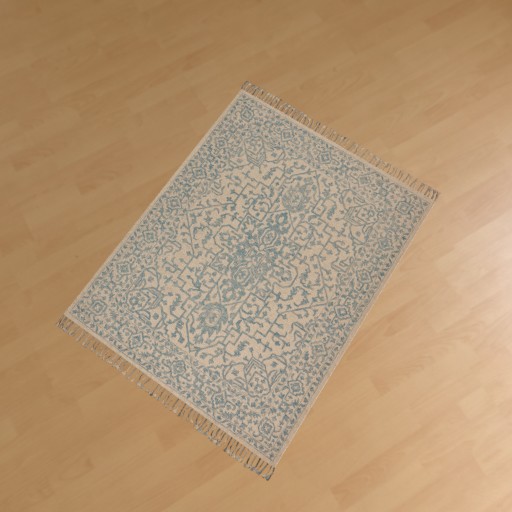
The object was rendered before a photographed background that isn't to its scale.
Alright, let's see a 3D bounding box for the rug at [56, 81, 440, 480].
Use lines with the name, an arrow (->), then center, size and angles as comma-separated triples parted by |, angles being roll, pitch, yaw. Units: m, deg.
rug -> 0.000, 0.000, 4.438 | 2.464, 0.010, 3.327 | 33, 77, 9
